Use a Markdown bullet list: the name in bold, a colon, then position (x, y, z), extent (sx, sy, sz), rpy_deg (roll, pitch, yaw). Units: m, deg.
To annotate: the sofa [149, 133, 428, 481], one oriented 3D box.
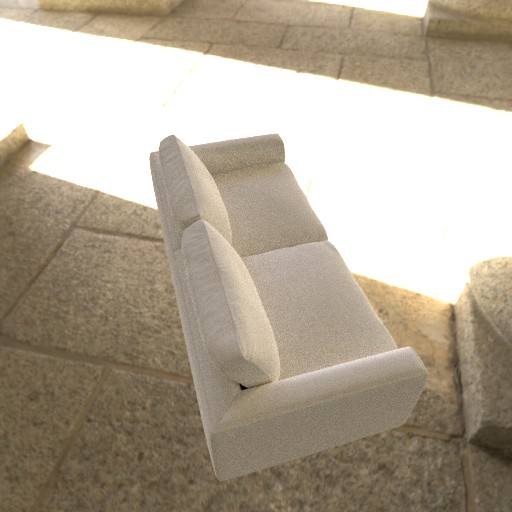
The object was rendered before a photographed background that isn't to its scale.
- **sofa**: position (0.000, 0.000, 2.786), extent (1.070, 0.801, 2.262), rpy_deg (-12, 47, -11)
